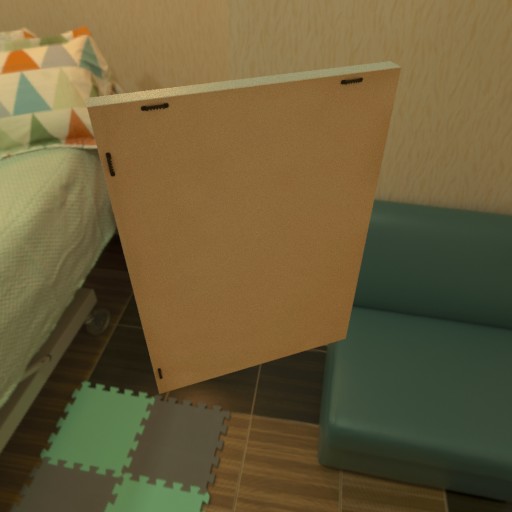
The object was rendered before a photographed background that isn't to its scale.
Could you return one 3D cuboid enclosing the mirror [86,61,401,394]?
[{"bbox_3d":[0.000,0.000,0.918,0.507,0.710,0.039,-13,42,-15],"label":"mirror"}]
